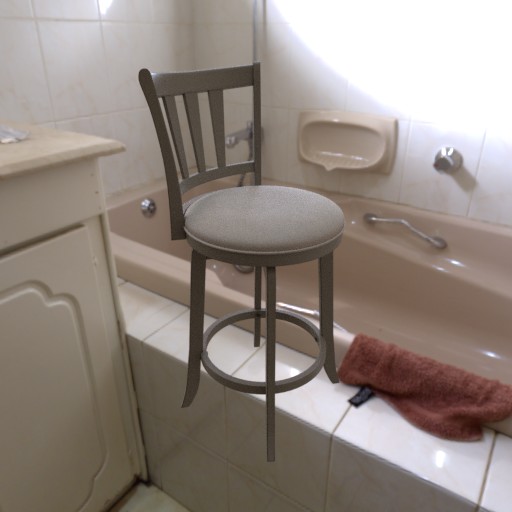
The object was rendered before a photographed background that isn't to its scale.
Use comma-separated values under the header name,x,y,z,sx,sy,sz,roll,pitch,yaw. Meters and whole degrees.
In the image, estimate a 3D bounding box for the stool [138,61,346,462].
name,x,y,z,sx,sy,sz,roll,pitch,yaw
stool,0.000,0.000,1.263,0.486,0.994,0.450,18,31,32
